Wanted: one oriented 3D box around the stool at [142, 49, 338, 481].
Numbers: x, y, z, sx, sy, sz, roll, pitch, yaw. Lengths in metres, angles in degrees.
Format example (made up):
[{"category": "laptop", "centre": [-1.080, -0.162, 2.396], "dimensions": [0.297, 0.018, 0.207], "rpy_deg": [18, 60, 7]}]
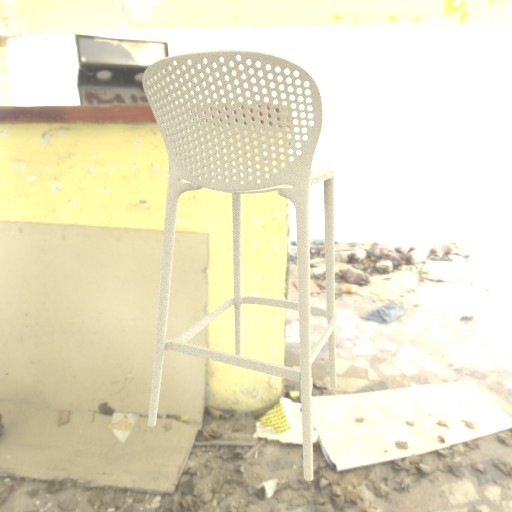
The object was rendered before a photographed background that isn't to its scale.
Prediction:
[{"category": "stool", "centre": [0.000, 0.000, 1.318], "dimensions": [0.536, 1.045, 0.535], "rpy_deg": [7, 17, 25]}]
